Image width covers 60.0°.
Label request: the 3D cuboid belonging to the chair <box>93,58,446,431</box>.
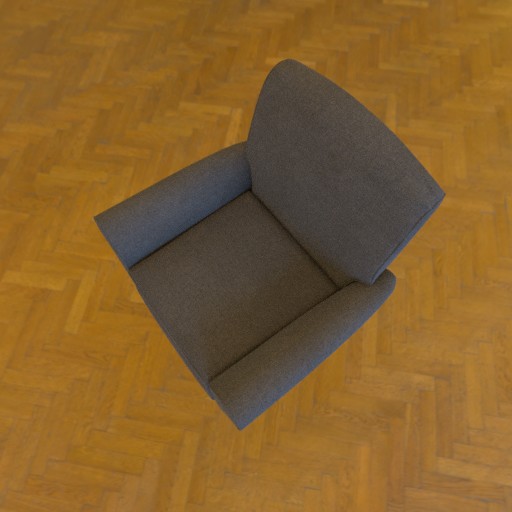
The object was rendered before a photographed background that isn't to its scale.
[{"bbox_3d":[0.000,0.000,1.748,0.905,1.061,0.978,-34,69,-15],"label":"chair"}]
